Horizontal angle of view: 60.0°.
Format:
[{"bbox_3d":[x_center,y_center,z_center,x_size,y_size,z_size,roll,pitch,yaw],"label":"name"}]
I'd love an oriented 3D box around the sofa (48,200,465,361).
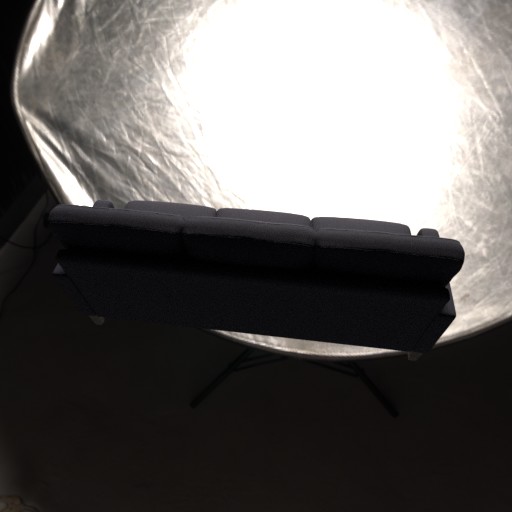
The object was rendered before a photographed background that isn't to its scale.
[{"bbox_3d":[0.000,0.000,2.649,2.115,0.984,0.888,6,46,5],"label":"sofa"}]
